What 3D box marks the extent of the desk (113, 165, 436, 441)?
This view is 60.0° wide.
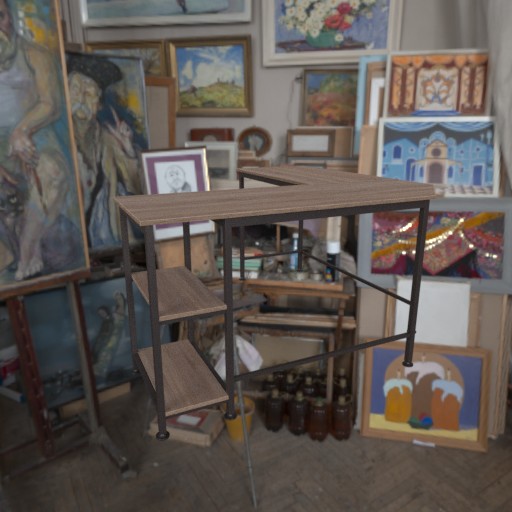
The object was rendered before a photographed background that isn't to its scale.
[{"bbox_3d":[0.000,0.000,2.227,1.379,0.739,1.379,-8,18,-24],"label":"desk"}]
